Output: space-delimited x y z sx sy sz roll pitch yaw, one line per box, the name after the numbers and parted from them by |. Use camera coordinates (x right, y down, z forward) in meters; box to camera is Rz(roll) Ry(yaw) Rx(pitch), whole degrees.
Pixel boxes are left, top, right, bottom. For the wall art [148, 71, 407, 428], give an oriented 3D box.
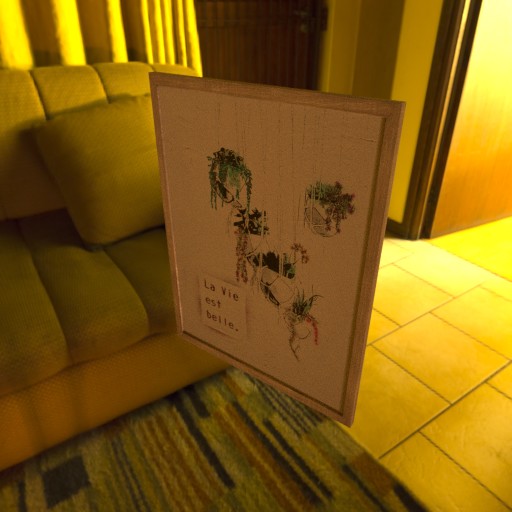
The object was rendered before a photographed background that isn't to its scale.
0.000 0.000 1.400 0.781 1.022 0.035 20 36 30 | wall art
